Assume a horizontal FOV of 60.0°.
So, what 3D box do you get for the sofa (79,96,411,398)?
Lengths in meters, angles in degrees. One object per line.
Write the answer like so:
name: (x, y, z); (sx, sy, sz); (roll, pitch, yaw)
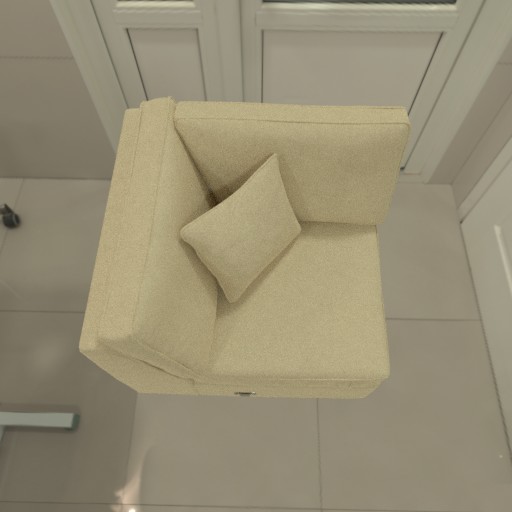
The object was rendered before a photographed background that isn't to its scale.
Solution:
sofa: (0.000, 0.000, 1.932); (1.146, 1.002, 1.084); (1, 63, 0)
